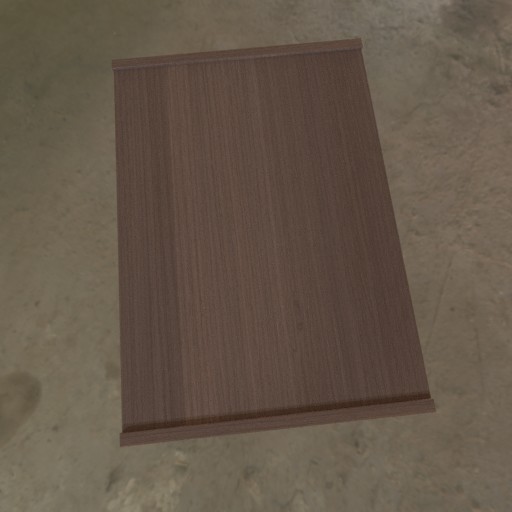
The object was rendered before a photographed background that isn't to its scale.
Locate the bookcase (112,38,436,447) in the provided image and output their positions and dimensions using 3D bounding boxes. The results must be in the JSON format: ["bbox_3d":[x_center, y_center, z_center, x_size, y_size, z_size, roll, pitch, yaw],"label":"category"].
[{"bbox_3d":[0.000,0.000,0.605,0.290,0.305,0.415,-6,75,-2],"label":"bookcase"}]
